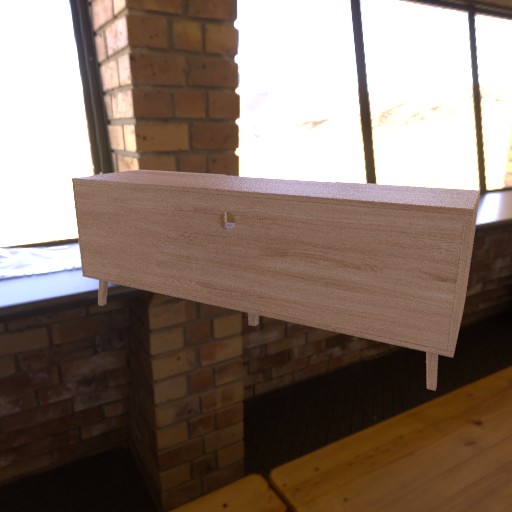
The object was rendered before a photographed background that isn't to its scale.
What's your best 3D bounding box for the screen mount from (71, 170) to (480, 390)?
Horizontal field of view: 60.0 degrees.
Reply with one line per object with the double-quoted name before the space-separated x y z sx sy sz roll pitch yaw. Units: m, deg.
"screen mount" 0.000 0.000 1.741 1.500 0.570 0.420 9 19 27
